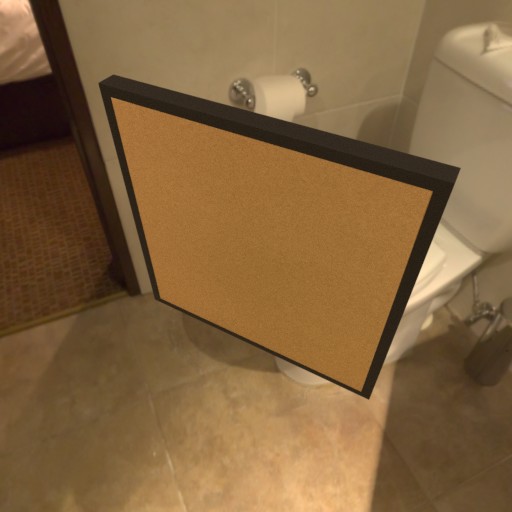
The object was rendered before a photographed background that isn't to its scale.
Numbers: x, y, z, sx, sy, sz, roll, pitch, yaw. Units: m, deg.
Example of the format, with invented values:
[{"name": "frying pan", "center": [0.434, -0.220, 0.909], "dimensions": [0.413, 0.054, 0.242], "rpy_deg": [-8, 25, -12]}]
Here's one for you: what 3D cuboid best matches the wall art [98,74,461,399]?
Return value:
[{"name": "wall art", "center": [0.000, 0.000, 0.756], "dimensions": [0.508, 0.507, 0.033], "rpy_deg": [21, 50, 19]}]
